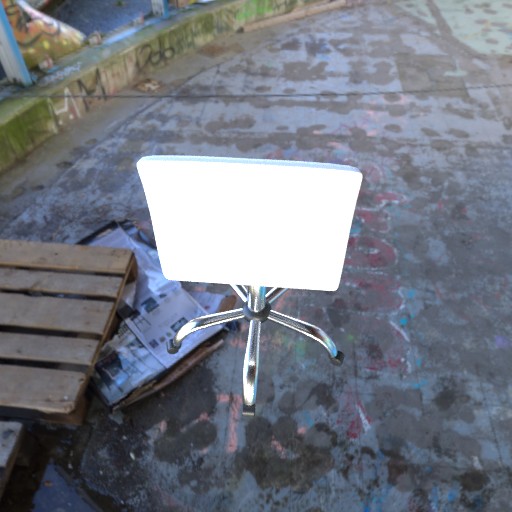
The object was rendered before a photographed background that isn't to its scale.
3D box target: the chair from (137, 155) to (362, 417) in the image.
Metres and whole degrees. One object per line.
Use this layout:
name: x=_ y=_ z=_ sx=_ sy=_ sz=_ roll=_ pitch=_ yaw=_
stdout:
chair: x=0.000 y=0.000 z=1.141 sx=0.556 sy=0.780 sz=0.530 roll=4 pitch=47 yaw=3
